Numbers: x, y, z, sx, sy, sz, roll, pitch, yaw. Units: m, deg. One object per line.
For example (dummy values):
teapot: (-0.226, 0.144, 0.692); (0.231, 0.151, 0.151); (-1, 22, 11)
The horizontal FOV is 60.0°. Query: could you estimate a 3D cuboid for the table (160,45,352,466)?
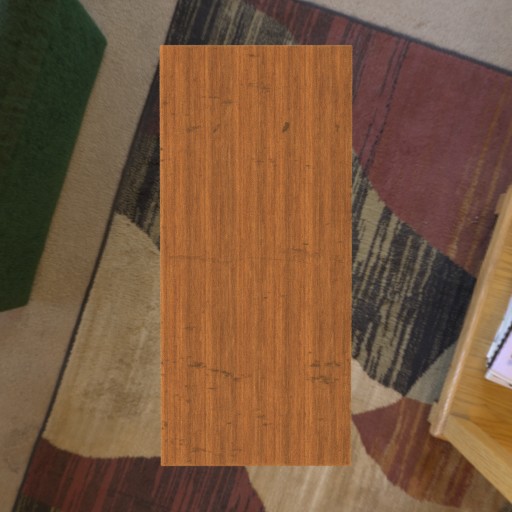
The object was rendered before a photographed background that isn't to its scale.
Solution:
table: (0.000, 0.000, 2.692); (1.000, 0.757, 2.200); (0, 91, 0)
